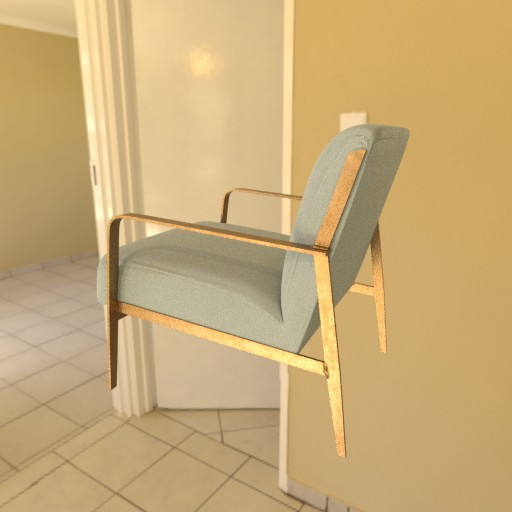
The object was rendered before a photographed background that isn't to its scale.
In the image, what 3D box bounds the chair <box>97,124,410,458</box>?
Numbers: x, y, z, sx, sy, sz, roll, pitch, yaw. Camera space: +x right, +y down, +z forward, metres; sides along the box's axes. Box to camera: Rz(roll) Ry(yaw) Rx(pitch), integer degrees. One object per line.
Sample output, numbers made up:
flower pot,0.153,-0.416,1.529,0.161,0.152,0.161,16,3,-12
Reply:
chair,0.000,0.000,1.466,0.842,0.824,0.701,7,17,24
